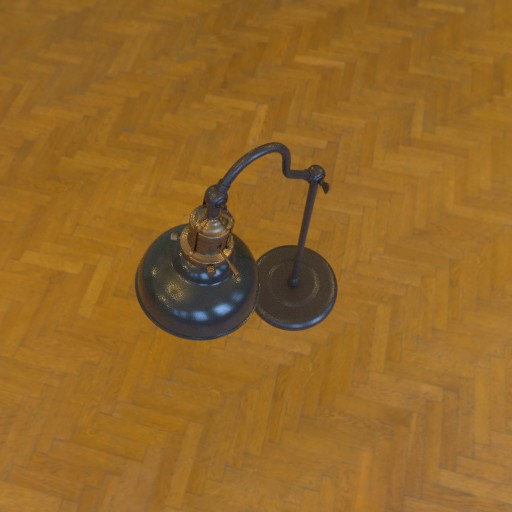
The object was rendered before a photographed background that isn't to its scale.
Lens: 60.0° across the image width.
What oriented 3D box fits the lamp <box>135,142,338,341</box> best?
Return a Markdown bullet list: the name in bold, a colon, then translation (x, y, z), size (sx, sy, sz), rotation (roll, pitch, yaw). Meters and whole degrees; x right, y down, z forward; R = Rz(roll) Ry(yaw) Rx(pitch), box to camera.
- **lamp**: translation (0.000, 0.000, 0.692), size (0.374, 0.508, 0.192), rotation (-30, 68, -14)
